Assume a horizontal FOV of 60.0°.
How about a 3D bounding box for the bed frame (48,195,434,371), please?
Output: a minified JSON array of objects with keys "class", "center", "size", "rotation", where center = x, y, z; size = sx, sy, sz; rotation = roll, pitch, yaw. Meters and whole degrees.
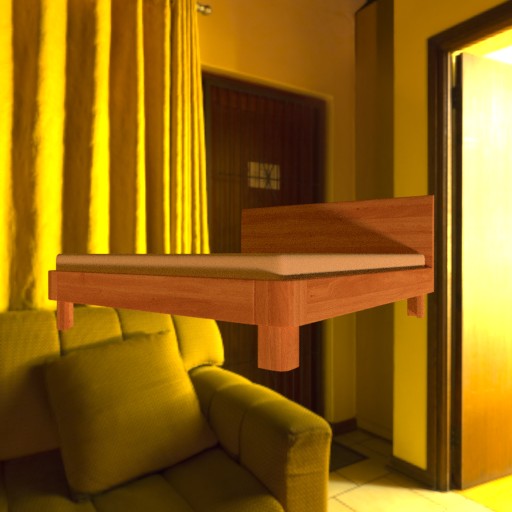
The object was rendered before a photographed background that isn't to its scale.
[{"class":"bed frame","center":[0.000,0.000,3.142],"size":[1.872,0.940,2.092],"rotation":[0,0,37]}]
